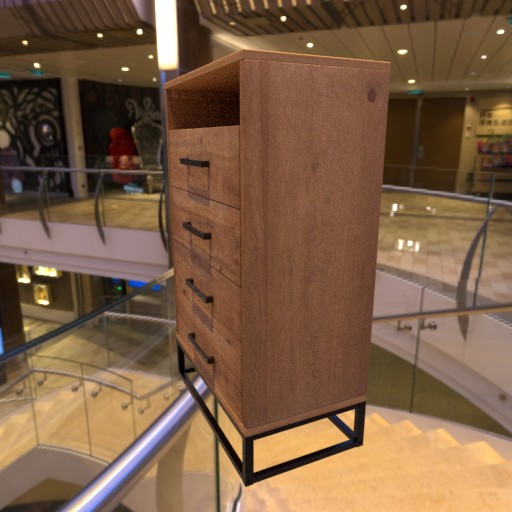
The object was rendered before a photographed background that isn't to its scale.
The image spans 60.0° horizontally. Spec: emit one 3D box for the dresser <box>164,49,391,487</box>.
[{"bbox_3d":[0.000,0.000,1.622,0.479,1.240,0.761,-7,16,-25],"label":"dresser"}]
